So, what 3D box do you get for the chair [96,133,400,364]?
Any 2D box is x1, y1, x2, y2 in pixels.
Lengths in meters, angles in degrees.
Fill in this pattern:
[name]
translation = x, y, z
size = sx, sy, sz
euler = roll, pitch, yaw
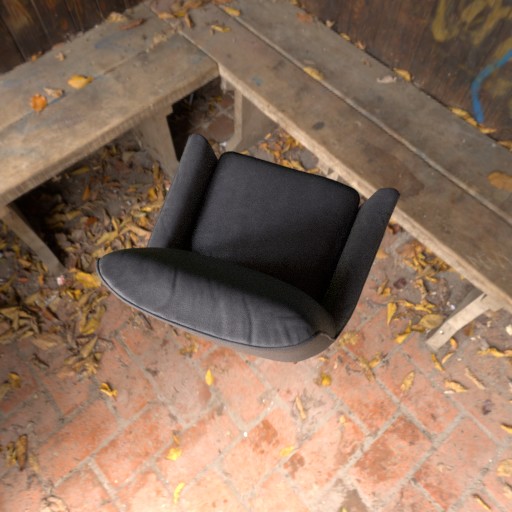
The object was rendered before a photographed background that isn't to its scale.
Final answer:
[chair]
translation = 0.000, 0.000, 1.457
size = 0.787, 0.888, 0.822
euler = 18, 64, 9
